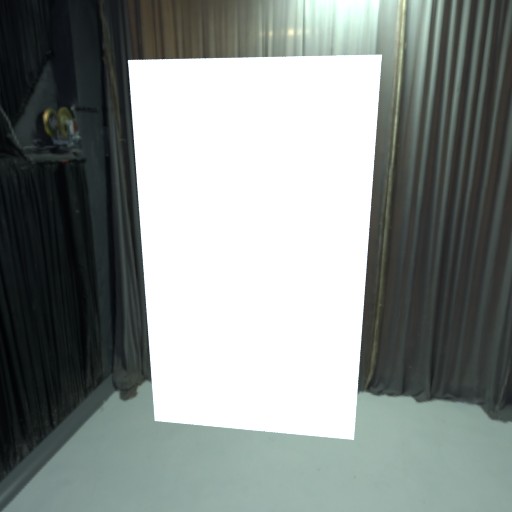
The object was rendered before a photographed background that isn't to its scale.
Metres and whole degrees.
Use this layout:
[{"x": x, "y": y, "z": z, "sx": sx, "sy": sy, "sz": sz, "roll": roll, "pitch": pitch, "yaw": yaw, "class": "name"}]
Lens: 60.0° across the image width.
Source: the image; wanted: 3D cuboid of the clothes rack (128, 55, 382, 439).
[{"x": 0.000, "y": 0.000, "z": 1.594, "sx": 0.750, "sy": 1.280, "sz": 0.250, "roll": 2, "pitch": 16, "yaw": 8, "class": "clothes rack"}]
